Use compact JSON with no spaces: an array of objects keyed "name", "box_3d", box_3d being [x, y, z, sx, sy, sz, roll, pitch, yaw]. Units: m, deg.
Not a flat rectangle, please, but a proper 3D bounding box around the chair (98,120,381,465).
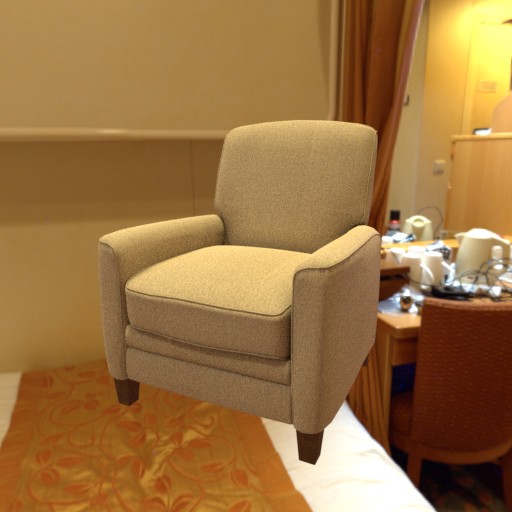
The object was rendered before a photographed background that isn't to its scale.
[{"name":"chair","box_3d":[0.000,0.000,1.652,0.848,1.014,0.864,7,15,25]}]
